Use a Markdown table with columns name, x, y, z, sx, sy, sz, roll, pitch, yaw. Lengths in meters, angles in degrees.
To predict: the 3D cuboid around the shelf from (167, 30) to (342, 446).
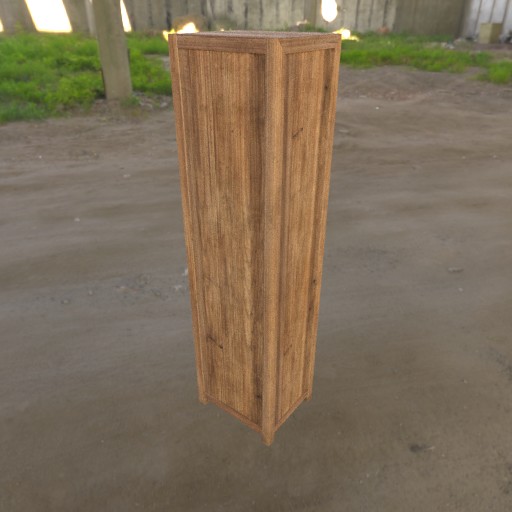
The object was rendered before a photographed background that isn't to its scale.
| name | x | y | z | sx | sy | sz | roll | pitch | yaw |
| --- | --- | --- | --- | --- | --- | --- | --- | --- | --- |
| shelf | 0.000 | 0.000 | 2.115 | 0.500 | 1.900 | 0.428 | 21 | 35 | 32 |
